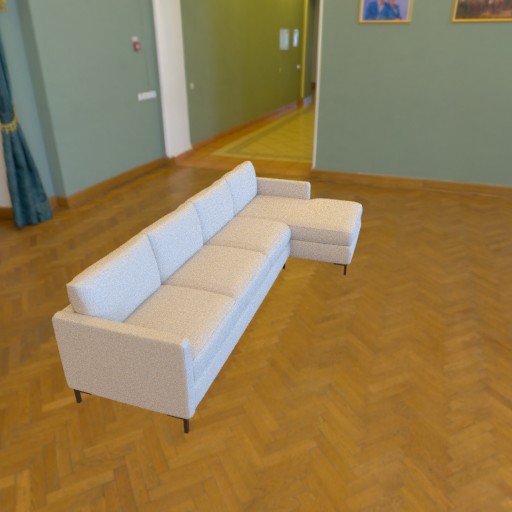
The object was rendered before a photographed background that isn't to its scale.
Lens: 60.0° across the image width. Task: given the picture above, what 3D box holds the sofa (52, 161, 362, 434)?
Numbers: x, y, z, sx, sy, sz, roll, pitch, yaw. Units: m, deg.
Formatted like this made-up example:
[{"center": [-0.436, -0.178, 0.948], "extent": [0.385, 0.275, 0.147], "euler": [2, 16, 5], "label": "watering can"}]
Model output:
[{"center": [0.000, 0.000, 3.230], "extent": [1.258, 0.755, 2.731], "euler": [8, 27, 17], "label": "sofa"}]
